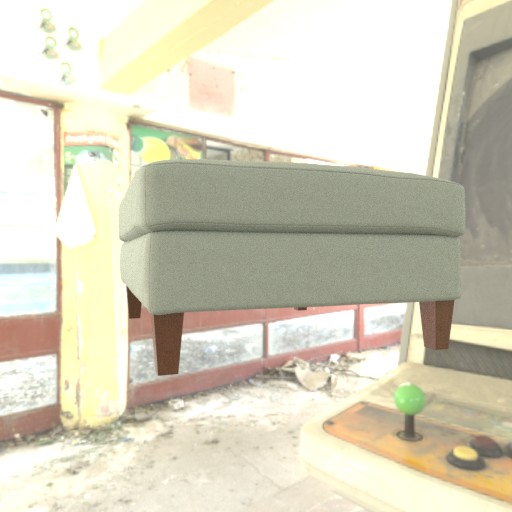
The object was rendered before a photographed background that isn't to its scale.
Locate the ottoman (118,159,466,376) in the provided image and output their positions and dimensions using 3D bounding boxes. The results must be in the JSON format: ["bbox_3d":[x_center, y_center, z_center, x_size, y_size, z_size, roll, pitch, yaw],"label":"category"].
[{"bbox_3d":[0.000,0.000,1.475,0.842,0.494,0.991,0,0,-20],"label":"ottoman"}]
